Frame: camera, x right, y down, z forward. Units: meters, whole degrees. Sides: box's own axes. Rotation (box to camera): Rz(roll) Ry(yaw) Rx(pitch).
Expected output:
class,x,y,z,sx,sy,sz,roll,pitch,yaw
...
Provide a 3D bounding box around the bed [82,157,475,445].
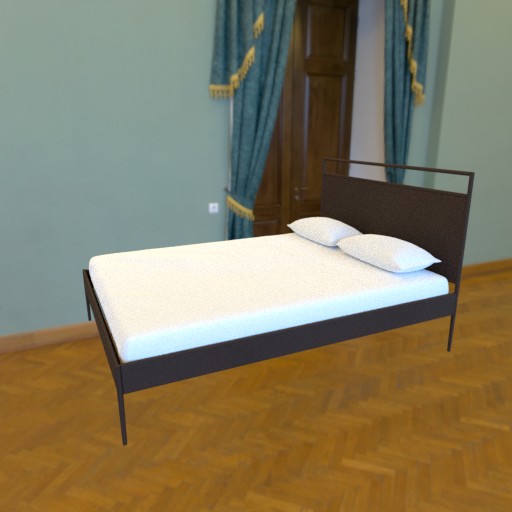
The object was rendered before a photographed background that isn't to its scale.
class,x,y,z,sx,sy,sz,roll,pitch,yaw
bed,0.000,0.000,3.017,2.122,1.173,1.572,-8,18,-24
